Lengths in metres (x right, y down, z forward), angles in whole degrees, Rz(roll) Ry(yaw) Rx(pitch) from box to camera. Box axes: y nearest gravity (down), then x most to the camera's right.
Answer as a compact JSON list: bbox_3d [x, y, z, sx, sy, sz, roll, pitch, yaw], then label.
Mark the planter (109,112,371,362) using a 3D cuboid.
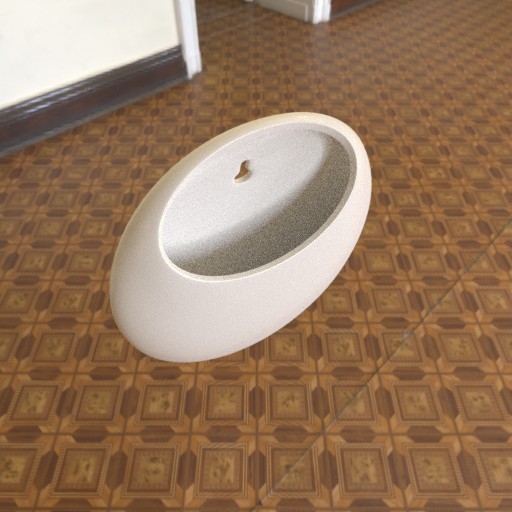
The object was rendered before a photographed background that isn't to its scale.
[{"bbox_3d":[0.000,0.000,0.280,0.185,0.188,0.043,-25,51,-21],"label":"planter"}]
